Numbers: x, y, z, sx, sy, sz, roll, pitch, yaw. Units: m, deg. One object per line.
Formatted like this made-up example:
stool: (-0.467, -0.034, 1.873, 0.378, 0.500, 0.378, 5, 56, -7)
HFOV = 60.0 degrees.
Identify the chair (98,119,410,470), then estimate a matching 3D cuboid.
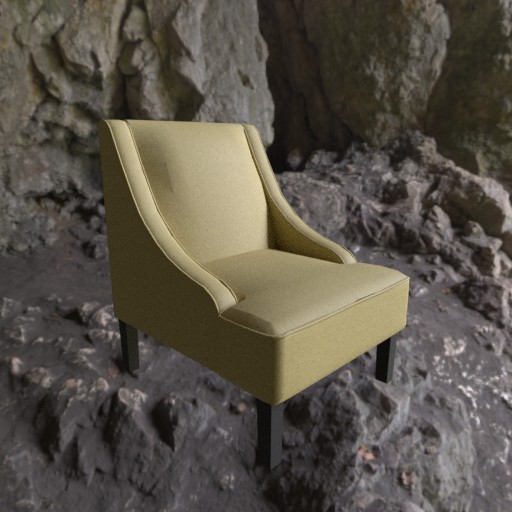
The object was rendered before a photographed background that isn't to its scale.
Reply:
chair: (0.000, 0.000, 1.514, 0.814, 0.896, 0.696, 14, 20, 43)
